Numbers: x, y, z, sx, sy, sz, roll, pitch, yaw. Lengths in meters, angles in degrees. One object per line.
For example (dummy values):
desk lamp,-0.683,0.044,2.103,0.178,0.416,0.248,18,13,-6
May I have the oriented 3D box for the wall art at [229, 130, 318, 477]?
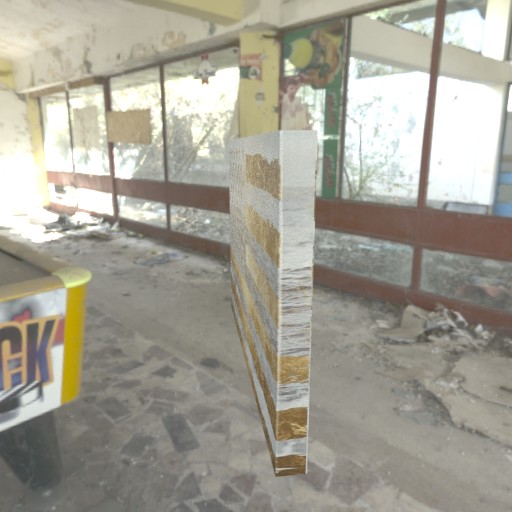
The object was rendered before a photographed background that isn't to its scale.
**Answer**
wall art,0.000,0.000,0.786,0.041,0.407,0.606,-2,14,-8
